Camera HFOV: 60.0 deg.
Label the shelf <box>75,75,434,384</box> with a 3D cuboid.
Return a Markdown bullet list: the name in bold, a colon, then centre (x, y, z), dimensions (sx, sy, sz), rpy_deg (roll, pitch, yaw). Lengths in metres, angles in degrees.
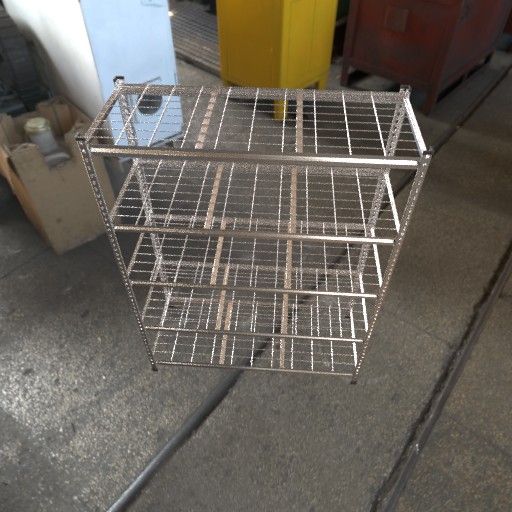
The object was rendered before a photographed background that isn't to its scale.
- **shelf**: centre (0.000, 0.000, 2.787), dimensions (1.524, 1.981, 0.610), rpy_deg (3, 46, 3)
